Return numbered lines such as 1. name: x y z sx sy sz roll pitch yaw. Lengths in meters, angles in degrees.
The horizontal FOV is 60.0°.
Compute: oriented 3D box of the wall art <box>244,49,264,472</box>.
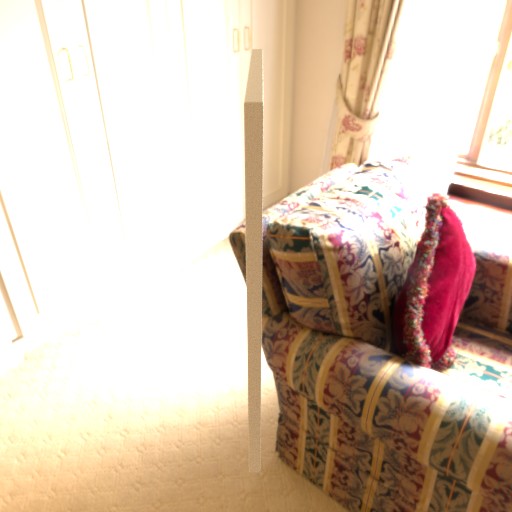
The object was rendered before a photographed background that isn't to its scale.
1. wall art: 0.000 0.000 1.497 0.038 1.183 0.808 0 32 1
